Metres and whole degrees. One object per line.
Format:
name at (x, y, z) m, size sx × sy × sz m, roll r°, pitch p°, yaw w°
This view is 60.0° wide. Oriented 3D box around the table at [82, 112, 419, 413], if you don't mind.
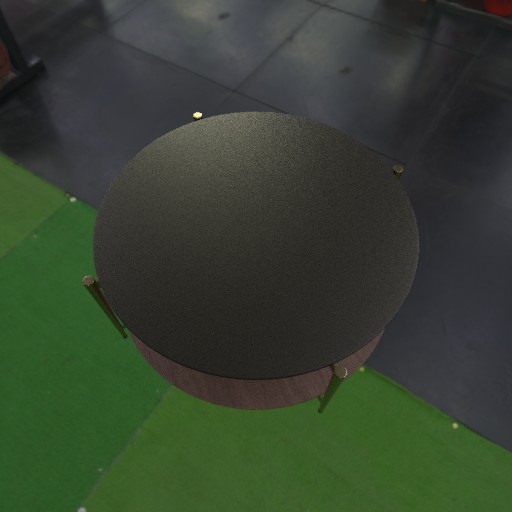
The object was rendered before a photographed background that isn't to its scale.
table at (0.000, 0.000, 1.467) m, size 0.938 × 0.400 × 0.938 m, roll 31°, pitch 63°, yaw 18°
